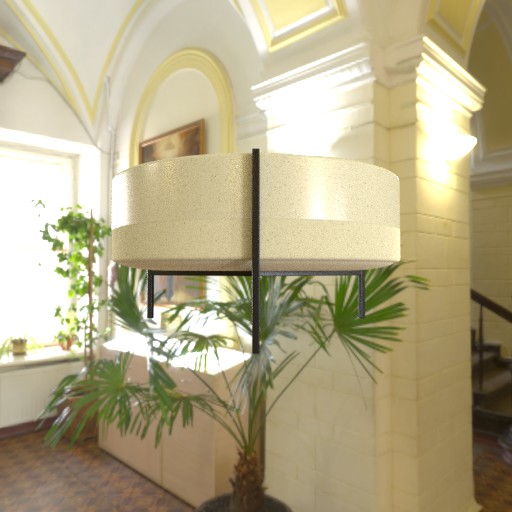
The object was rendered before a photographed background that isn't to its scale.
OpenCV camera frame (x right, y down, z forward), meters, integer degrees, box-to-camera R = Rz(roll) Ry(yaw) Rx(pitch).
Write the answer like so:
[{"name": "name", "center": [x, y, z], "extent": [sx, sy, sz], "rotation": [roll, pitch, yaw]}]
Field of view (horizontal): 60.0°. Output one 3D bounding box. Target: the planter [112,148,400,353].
[{"name": "planter", "center": [0.000, 0.000, 0.538], "extent": [0.336, 0.171, 0.345], "rotation": [0, -2, 0]}]
